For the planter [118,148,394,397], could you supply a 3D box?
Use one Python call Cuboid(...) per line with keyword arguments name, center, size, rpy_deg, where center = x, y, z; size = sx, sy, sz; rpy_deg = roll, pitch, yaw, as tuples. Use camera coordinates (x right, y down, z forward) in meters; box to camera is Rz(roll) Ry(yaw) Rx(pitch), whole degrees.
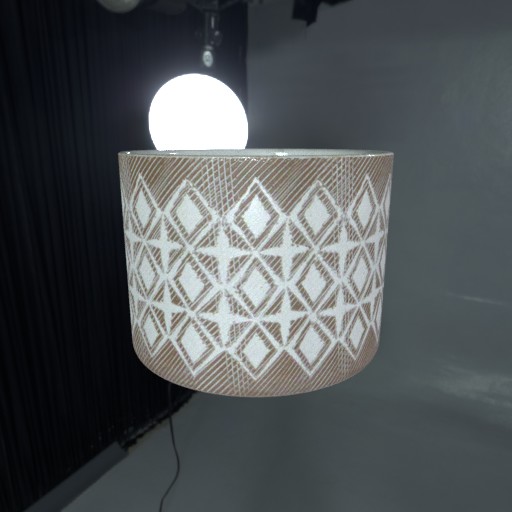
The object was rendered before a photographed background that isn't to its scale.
Cuboid(name="planter", center=(0.000, 0.000, 0.226), size=(0.126, 0.104, 0.126), rpy_deg=(0, 15, 0))
